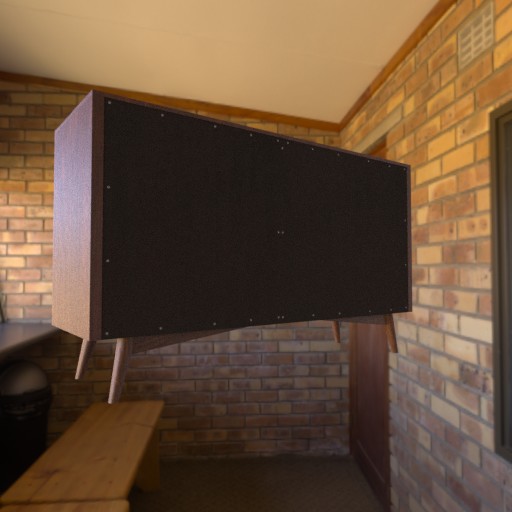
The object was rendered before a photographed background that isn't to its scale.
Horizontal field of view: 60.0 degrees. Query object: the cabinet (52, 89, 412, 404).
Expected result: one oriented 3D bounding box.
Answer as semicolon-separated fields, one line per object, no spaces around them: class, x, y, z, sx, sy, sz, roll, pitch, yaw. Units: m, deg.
cabinet;0.000;0.000;1.964;1.575;0.940;0.505;1;-2;-36
